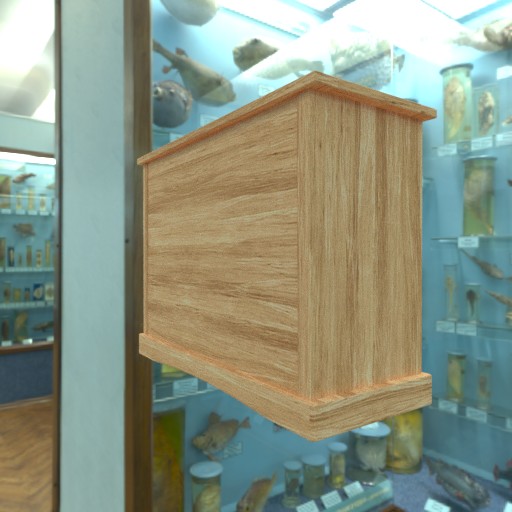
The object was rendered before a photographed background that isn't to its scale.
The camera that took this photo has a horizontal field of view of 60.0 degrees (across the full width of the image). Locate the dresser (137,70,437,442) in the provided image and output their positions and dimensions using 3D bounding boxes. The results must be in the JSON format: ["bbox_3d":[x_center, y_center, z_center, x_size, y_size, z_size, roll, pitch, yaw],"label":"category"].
[{"bbox_3d":[0.000,0.000,1.394,0.410,0.740,0.990,0,0,-35],"label":"dresser"}]
